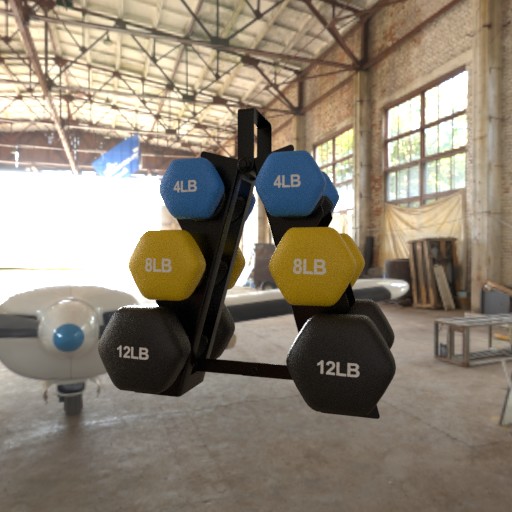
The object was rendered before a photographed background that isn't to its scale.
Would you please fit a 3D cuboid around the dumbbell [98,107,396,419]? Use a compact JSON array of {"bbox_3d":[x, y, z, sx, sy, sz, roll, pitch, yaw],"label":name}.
[{"bbox_3d":[0.000,0.000,0.678,0.409,0.426,0.255,0,0,18],"label":"dumbbell"}]
